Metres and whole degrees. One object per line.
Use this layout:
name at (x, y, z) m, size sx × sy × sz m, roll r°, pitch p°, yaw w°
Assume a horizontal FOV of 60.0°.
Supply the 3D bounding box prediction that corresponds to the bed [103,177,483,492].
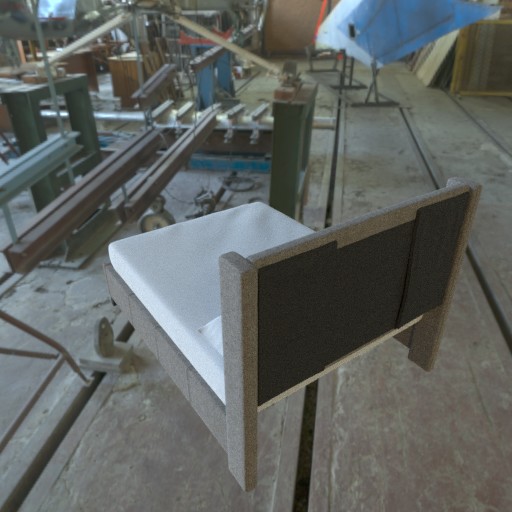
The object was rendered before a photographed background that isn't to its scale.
bed at (0.000, 0.000, 3.339) m, size 1.714 × 1.481 × 2.245 m, roll -19°, pitch 35°, yaw -30°
